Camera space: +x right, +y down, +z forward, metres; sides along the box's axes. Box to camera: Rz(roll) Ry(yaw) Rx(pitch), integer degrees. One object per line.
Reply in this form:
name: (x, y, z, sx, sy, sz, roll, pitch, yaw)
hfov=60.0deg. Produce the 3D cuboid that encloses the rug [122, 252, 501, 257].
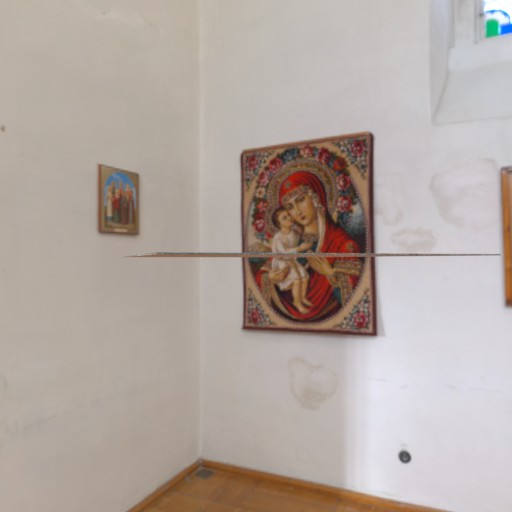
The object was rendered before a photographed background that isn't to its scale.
rug: (0.000, 0.000, 2.808, 1.521, 0.006, 2.283, 0, 0, -20)
